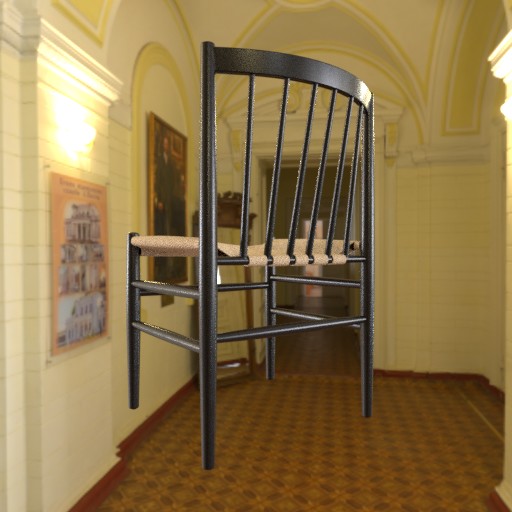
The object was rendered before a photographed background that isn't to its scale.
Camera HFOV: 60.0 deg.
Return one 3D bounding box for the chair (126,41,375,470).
[{"bbox_3d":[0.000,0.000,1.115,0.495,0.818,0.516,0,1,-36],"label":"chair"}]
